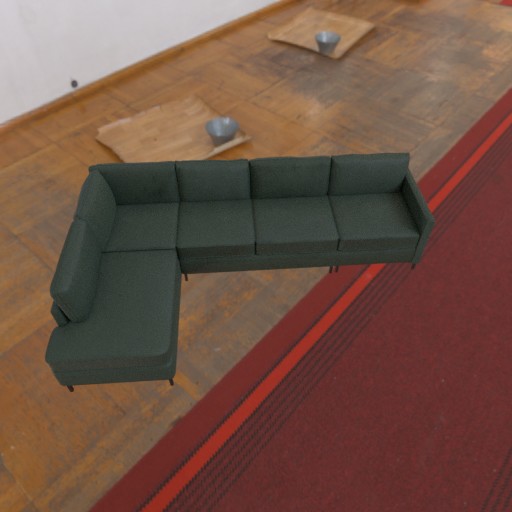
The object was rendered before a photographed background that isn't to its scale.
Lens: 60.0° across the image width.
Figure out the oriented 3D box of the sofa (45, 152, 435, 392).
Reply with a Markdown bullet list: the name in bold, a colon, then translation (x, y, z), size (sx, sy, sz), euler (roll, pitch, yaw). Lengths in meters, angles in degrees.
- **sofa**: translation (0.000, 0.000, 4.147), size (3.384, 0.996, 2.048), euler (-3, 47, -3)
